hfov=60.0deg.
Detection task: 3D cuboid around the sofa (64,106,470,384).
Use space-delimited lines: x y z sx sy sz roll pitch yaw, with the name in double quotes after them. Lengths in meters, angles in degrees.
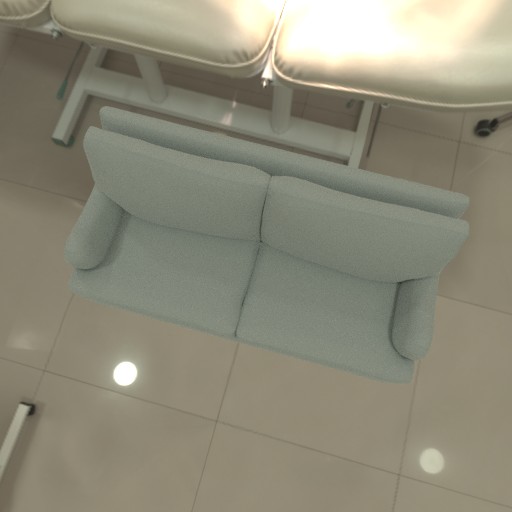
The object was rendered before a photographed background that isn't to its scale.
0.000 0.000 2.769 2.193 1.096 1.069 15 76 4 "sofa"
